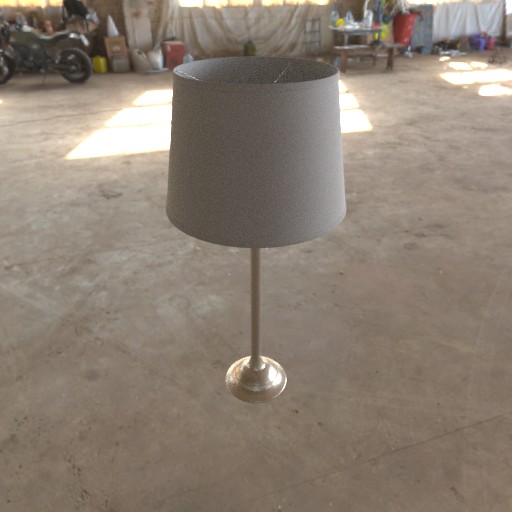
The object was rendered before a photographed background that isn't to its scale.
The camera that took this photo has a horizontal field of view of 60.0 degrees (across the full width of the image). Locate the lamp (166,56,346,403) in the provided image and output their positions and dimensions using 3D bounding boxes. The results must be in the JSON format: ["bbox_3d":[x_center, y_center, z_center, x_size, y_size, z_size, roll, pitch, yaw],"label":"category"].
[{"bbox_3d":[0.000,0.000,0.885,0.331,0.698,0.331,0,32,0],"label":"lamp"}]
